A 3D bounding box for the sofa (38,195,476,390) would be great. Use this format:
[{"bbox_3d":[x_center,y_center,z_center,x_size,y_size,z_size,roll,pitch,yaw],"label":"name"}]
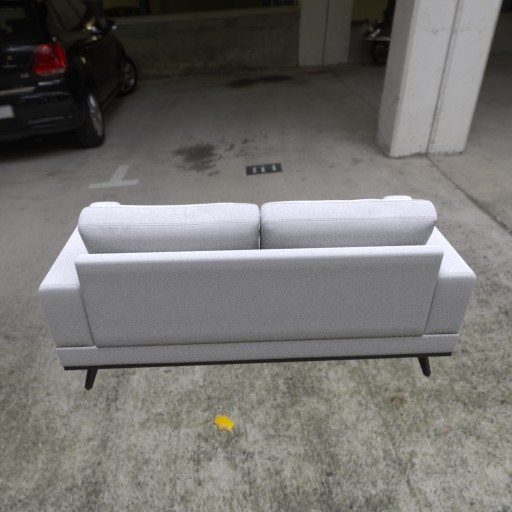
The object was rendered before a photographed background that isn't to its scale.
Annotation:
[{"bbox_3d":[0.000,0.000,2.110,1.650,0.810,0.920,-2,32,-2],"label":"sofa"}]
